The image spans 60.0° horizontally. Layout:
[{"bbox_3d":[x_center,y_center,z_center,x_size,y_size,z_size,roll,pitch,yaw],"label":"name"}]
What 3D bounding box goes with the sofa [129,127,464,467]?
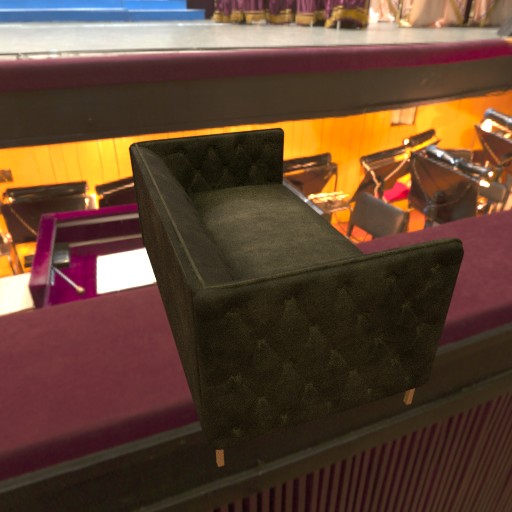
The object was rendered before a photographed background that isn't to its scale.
[{"bbox_3d":[0.000,0.000,2.058,0.895,0.768,1.537,-11,32,-17],"label":"sofa"}]
